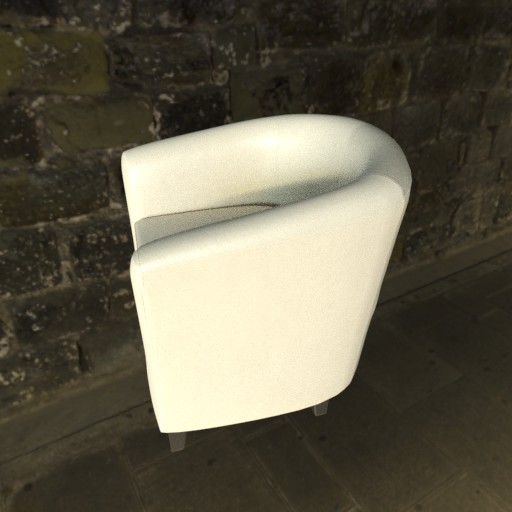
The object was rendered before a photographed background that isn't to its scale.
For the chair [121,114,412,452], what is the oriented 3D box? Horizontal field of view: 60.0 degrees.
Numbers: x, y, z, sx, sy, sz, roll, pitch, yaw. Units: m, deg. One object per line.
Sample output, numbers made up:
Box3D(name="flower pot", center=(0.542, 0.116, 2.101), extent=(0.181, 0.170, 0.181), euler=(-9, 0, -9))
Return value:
Box3D(name="chair", center=(0.000, 0.000, 1.361), extent=(0.727, 0.756, 0.792), euler=(-8, 31, -14))
